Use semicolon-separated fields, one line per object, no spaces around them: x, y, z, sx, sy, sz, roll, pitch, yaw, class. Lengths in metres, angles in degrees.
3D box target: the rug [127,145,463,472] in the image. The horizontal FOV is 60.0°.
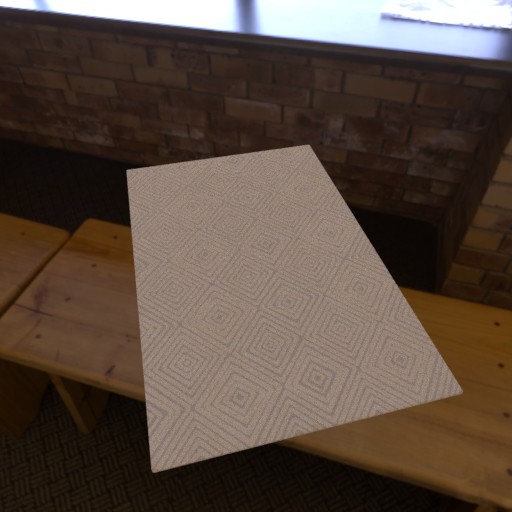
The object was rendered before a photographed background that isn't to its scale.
0.000;0.000;2.139;1.143;0.008;1.753;-10;47;-10;rug
